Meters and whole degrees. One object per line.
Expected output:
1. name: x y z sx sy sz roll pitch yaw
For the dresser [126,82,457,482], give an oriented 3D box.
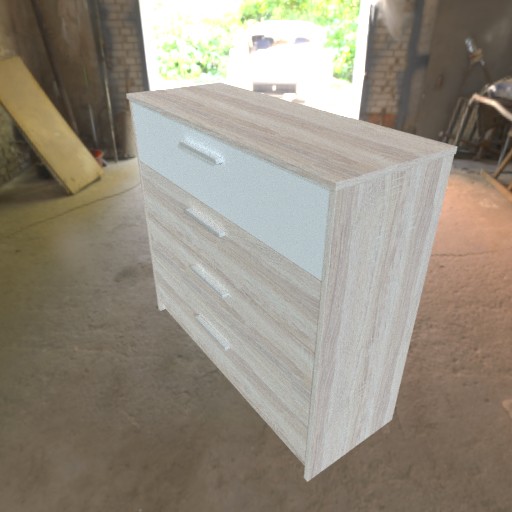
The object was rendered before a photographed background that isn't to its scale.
1. dresser: 0.000 0.000 1.445 0.380 0.900 0.980 -20 36 -30
